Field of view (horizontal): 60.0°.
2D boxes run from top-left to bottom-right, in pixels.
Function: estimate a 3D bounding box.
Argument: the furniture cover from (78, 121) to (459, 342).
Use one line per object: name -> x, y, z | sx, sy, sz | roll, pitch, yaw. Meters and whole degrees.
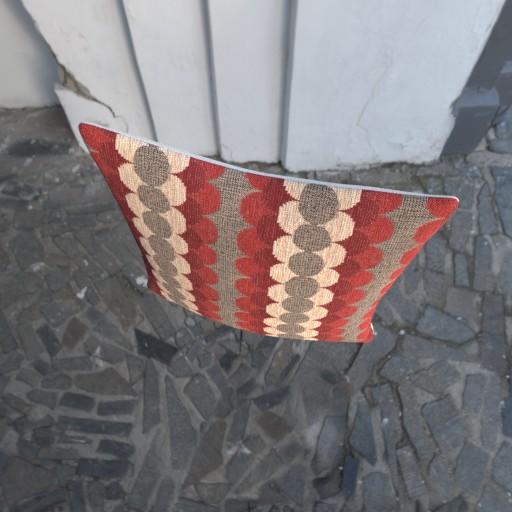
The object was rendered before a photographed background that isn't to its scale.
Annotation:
furniture cover -> 0.000, 0.000, 0.655 | 0.435, 0.420, 0.145 | 13, 60, 7
